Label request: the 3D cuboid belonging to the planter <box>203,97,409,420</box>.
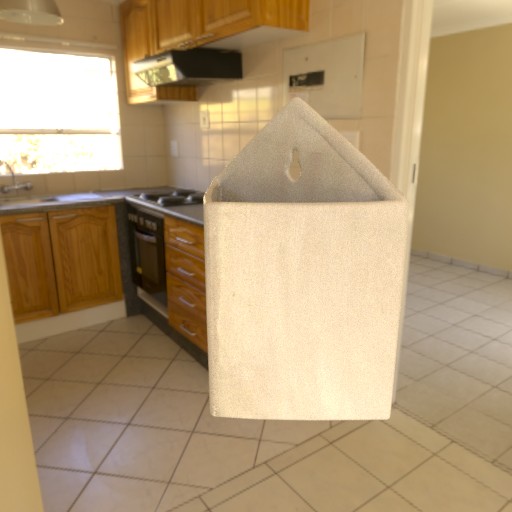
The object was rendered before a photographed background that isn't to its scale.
[{"bbox_3d":[0.000,0.000,0.280,0.163,0.194,0.080,15,21,42],"label":"planter"}]
